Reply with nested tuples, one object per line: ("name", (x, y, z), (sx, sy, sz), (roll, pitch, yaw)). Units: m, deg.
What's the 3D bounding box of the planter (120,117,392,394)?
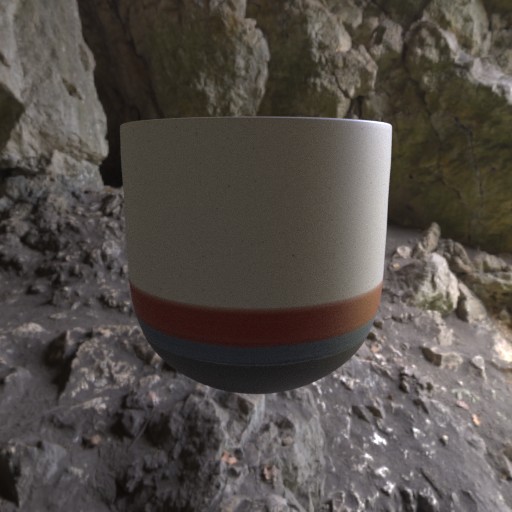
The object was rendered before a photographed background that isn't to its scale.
("planter", (0.000, 0.000, 0.482), (0.268, 0.270, 0.268), (0, 13, 0))
